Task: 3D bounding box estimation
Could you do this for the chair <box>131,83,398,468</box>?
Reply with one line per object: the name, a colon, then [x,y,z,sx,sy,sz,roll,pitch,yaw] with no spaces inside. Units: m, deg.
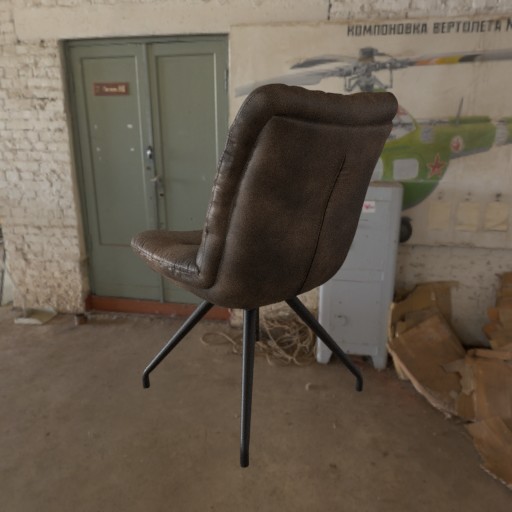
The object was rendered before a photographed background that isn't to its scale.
chair: [0.000,0.000,1.266,0.549,0.870,0.622,-14,21,-41]
